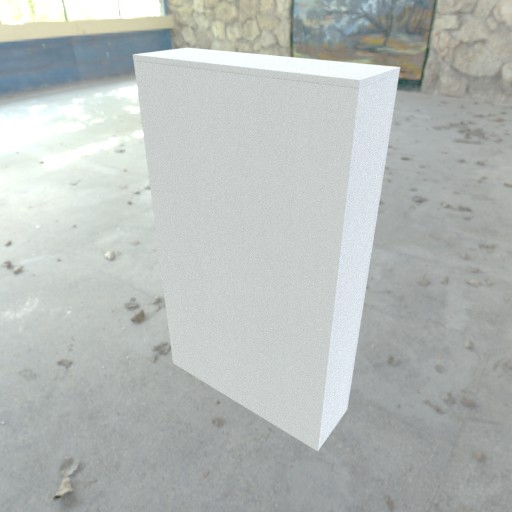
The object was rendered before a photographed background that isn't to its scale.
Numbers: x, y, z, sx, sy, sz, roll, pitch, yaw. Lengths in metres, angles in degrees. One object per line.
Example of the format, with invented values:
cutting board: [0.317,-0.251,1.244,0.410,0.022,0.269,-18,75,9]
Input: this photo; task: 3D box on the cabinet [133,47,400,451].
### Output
cabinet: [0.000,0.000,1.571,0.750,1.280,0.250,21,37,31]
